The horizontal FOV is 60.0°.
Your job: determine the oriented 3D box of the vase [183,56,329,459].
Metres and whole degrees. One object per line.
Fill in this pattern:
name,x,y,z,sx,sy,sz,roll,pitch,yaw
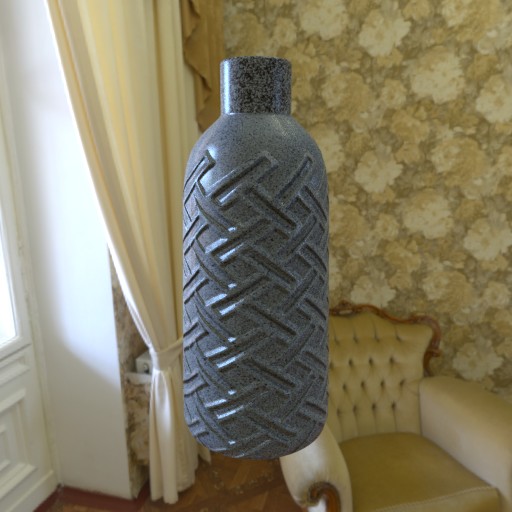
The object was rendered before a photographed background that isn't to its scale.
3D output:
vase,0.000,0.000,0.348,0.122,0.282,0.122,0,13,0
